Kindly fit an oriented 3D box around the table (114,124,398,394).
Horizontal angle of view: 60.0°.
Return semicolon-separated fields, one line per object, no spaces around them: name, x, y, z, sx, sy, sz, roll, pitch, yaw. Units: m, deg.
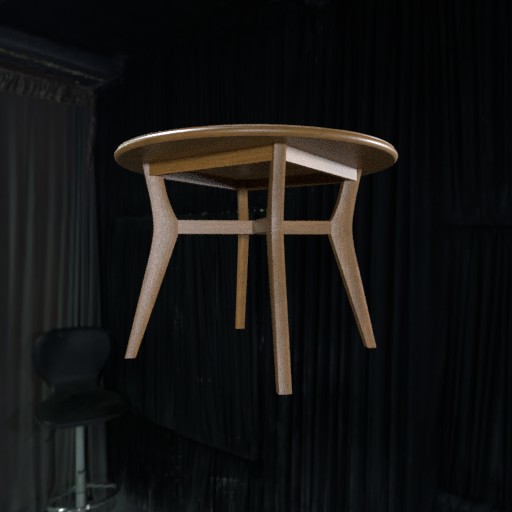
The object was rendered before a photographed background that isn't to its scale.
table;0.000;0.000;1.745;1.055;0.757;1.055;0;2;0
